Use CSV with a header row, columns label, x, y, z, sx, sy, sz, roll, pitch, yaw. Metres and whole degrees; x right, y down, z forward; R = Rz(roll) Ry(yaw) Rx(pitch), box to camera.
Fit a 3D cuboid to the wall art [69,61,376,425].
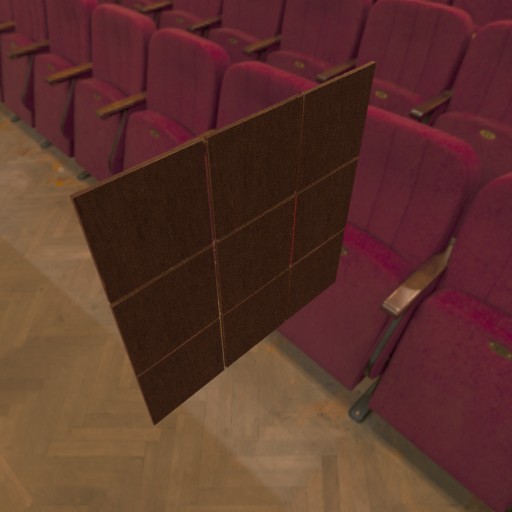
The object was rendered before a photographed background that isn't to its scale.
label,x,y,z,sx,sy,sz,roll,pitch,yaw
wall art,0.000,0.000,1.341,0.915,0.914,0.013,-33,53,-29
